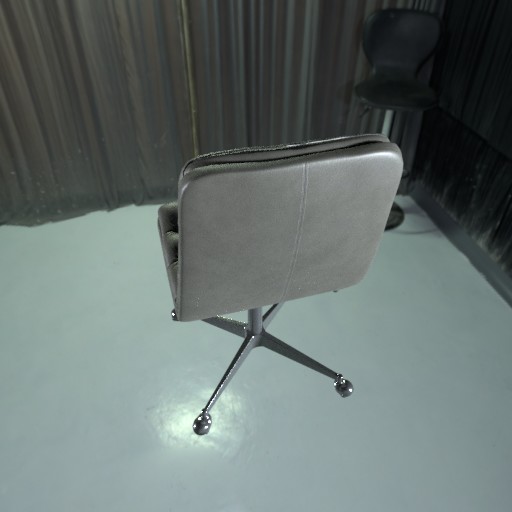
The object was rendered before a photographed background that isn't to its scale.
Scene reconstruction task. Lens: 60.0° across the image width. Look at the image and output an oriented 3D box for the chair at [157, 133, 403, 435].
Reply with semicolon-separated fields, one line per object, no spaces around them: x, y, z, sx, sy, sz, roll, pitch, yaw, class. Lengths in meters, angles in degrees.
0.000;0.000;1.017;0.422;0.738;0.485;-11;41;-13;chair
